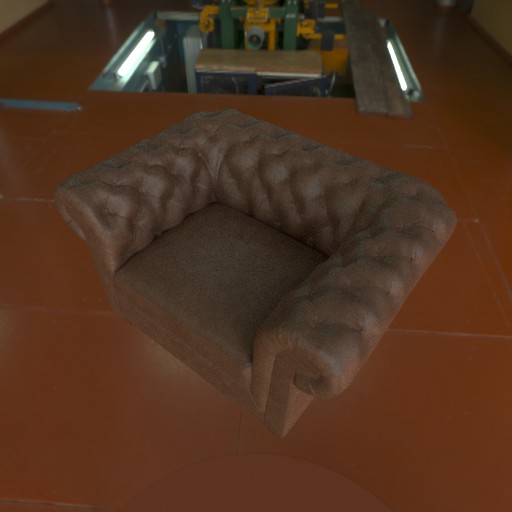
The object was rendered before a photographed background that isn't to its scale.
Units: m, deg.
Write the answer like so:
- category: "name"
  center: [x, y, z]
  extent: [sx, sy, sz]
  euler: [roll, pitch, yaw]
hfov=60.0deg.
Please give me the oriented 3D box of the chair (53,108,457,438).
- category: "chair"
  center: [0.000, 0.000, 1.866]
  extent: [1.298, 0.784, 0.954]
  euler: [29, 51, 26]
